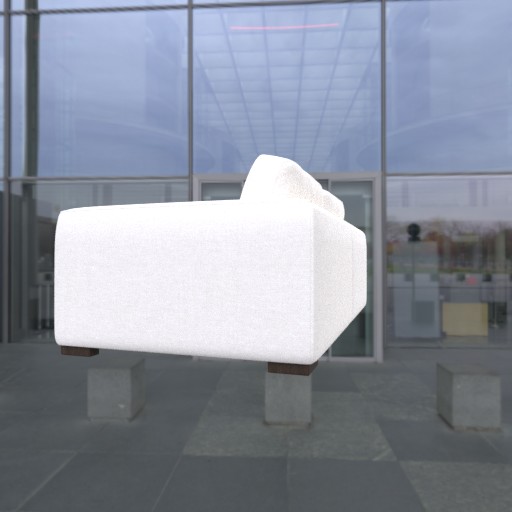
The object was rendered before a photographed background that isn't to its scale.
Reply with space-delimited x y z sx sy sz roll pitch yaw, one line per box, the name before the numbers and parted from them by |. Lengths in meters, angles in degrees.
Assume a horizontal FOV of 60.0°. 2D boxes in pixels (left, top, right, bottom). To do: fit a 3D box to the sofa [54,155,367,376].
sofa | 0.000 0.000 2.476 1.069 0.801 1.920 0 0 19
